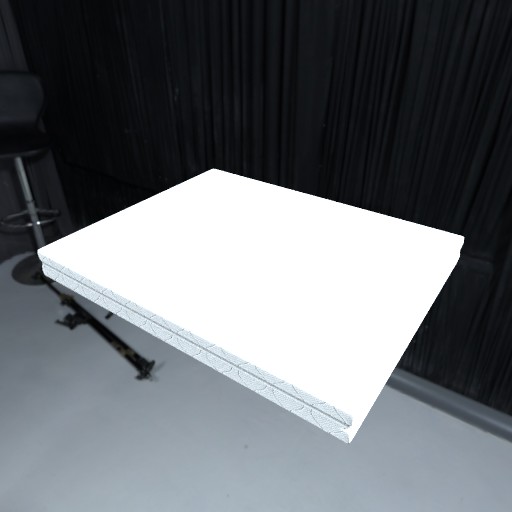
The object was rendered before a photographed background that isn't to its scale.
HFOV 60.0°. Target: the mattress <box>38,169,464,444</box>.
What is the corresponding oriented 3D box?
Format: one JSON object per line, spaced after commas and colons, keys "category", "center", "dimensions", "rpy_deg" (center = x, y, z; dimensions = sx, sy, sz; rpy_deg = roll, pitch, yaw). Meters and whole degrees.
{"category": "mattress", "center": [0.000, 0.000, 2.688], "dimensions": [2.000, 0.200, 1.600], "rpy_deg": [20, 37, 29]}
